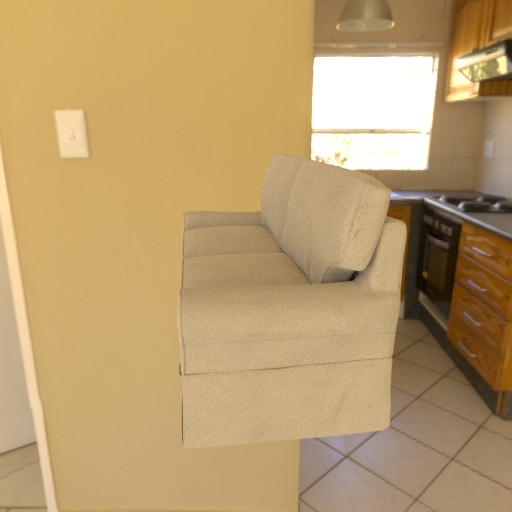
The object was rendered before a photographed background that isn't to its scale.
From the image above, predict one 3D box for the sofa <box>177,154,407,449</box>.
[{"bbox_3d":[0.000,0.000,2.367,0.841,1.024,1.823,-2,16,-8],"label":"sofa"}]
